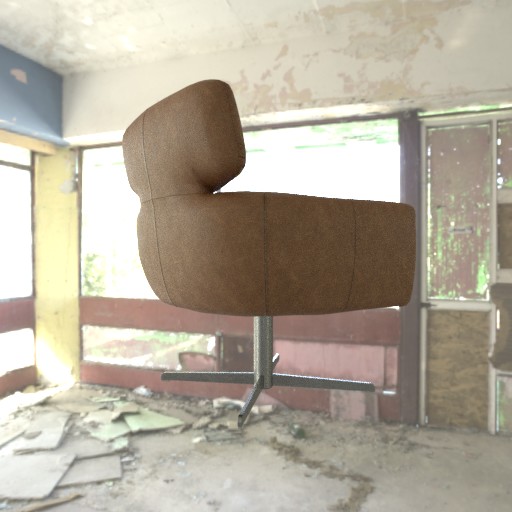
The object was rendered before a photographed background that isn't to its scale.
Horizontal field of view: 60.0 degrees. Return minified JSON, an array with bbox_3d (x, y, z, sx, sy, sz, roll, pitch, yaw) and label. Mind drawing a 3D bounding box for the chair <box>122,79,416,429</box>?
[{"bbox_3d":[0.000,0.000,1.357,0.715,0.812,0.706,0,1,-34],"label":"chair"}]
